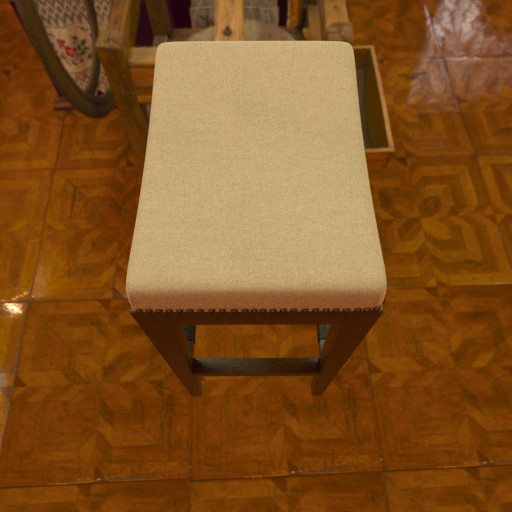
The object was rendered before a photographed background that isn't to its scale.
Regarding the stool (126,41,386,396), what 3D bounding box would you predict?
[{"bbox_3d":[0.000,0.000,0.994,0.358,0.759,0.498,0,64,0],"label":"stool"}]
